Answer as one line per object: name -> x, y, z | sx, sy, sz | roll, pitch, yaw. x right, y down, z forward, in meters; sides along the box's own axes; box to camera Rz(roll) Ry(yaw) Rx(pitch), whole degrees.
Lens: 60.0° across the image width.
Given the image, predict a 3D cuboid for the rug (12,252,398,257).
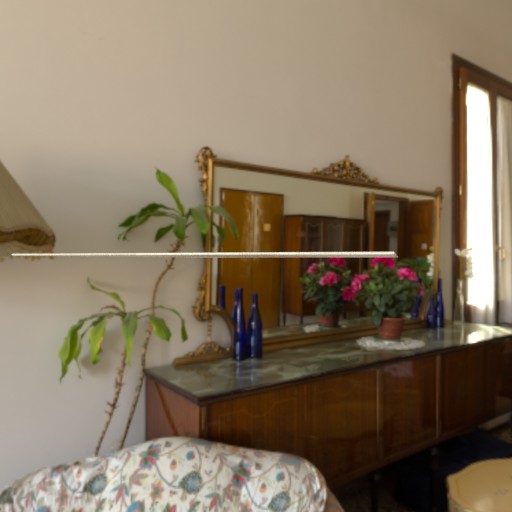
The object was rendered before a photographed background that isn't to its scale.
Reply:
rug -> 0.000, 0.000, 4.020 | 2.438, 0.013, 3.048 | 0, 0, 18
